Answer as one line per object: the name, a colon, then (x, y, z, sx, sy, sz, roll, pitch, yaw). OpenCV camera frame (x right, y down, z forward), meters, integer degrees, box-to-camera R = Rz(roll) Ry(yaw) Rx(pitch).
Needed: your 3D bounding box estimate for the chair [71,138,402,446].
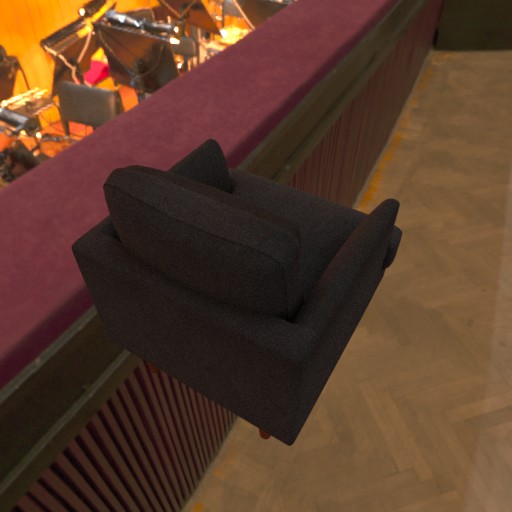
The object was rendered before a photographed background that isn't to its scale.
chair: (0.000, 0.000, 1.645, 0.858, 0.957, 0.899, 23, 50, 21)
